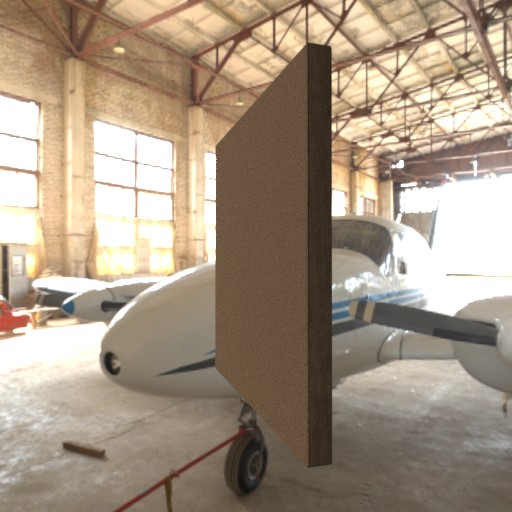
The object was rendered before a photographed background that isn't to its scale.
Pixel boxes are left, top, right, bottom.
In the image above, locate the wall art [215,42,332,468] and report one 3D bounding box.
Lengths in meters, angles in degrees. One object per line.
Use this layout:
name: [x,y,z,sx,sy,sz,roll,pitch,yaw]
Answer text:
wall art: [0.000,0.000,1.144,0.050,0.751,0.749,0,-1,-18]
